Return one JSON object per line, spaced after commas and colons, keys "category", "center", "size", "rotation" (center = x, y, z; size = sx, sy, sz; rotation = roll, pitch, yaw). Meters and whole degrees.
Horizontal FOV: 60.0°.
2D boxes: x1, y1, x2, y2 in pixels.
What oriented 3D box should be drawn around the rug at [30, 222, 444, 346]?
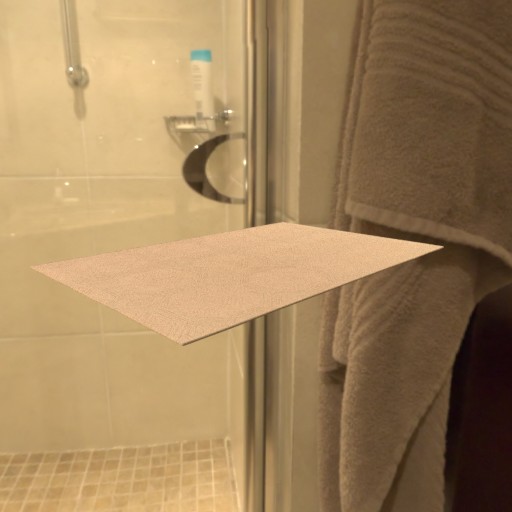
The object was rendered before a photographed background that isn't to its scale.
{"category": "rug", "center": [0.000, 0.000, 2.334], "size": [1.236, 0.009, 1.839], "rotation": [13, 19, 43]}
